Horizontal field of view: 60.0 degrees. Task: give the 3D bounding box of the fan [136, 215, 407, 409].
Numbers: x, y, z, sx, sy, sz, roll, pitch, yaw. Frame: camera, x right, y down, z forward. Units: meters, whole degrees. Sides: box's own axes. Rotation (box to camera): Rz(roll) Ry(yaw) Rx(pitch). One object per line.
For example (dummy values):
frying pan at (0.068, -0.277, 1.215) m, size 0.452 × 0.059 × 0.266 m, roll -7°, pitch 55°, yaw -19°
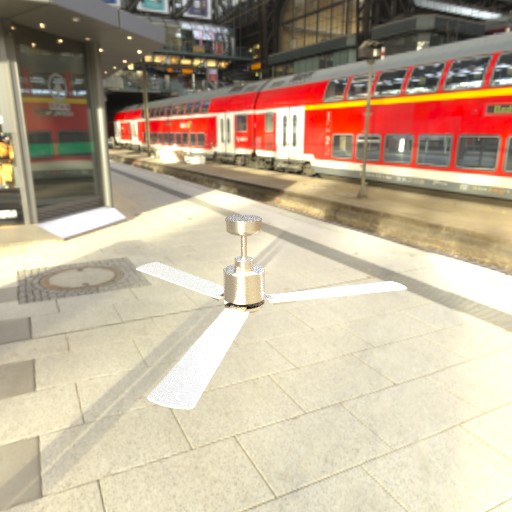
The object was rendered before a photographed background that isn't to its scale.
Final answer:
fan at (0.000, 0.000, 2.280) m, size 1.531 × 0.446 × 1.561 m, roll -9°, pitch 18°, yaw -28°
